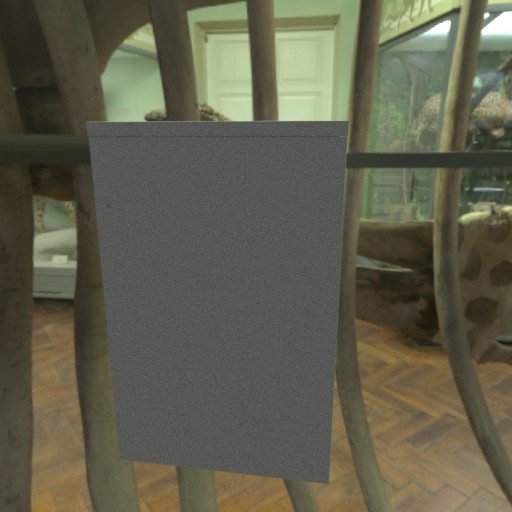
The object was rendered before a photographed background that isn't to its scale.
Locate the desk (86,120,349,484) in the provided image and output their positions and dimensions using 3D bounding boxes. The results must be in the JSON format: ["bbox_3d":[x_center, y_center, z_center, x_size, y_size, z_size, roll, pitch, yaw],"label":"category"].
[{"bbox_3d":[0.000,0.000,1.293,0.482,0.730,0.898,2,16,9],"label":"desk"}]
